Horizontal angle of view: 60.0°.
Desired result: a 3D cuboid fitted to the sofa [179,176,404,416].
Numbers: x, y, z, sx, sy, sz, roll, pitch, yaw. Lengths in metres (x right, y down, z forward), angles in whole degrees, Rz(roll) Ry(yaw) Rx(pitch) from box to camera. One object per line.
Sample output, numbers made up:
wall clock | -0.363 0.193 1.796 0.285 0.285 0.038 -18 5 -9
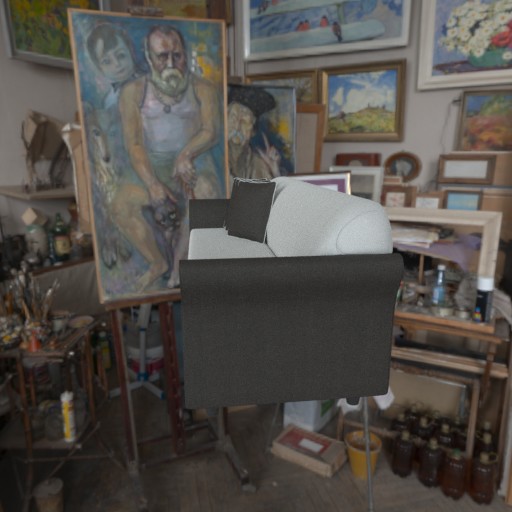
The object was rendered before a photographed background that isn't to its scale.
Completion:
sofa | 0.000 0.000 2.451 0.755 0.787 2.001 -2 13 -7
